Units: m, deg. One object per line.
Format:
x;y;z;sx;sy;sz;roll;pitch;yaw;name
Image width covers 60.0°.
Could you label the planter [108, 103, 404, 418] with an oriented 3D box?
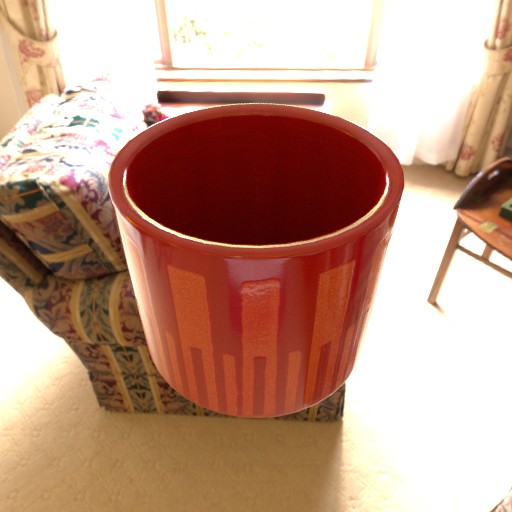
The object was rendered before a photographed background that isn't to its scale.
0.000;0.000;0.416;0.230;0.202;0.230;0;41;0;planter
